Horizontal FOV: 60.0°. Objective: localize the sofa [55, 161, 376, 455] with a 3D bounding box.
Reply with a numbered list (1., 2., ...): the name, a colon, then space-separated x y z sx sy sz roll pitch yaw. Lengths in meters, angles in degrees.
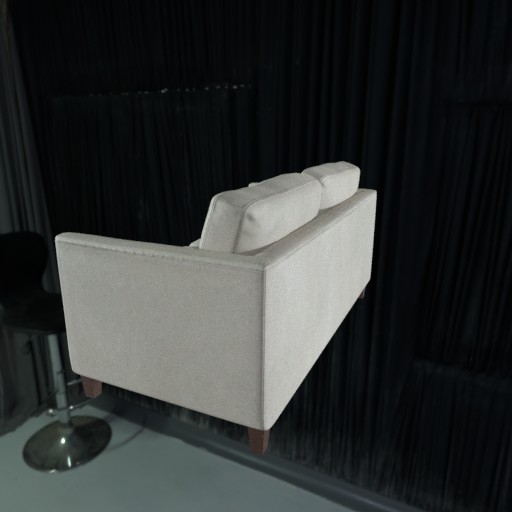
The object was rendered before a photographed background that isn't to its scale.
1. sofa: 0.000 0.000 2.408 0.950 0.940 1.846 8 18 24
